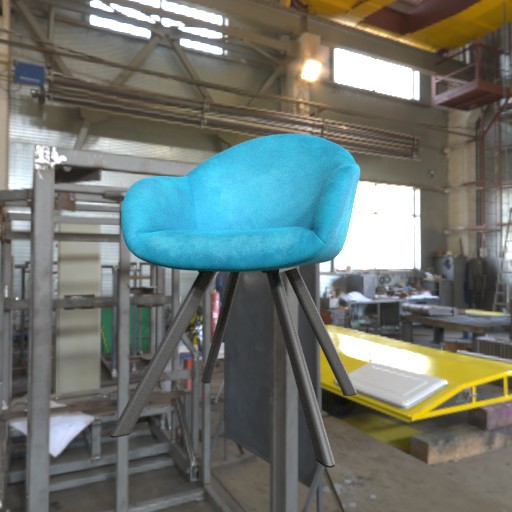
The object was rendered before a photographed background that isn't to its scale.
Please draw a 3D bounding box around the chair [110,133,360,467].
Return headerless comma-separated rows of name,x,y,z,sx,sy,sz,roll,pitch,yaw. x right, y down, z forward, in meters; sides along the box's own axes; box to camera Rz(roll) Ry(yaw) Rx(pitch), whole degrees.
chair,0.000,0.000,1.179,0.550,0.795,0.590,0,-1,18
